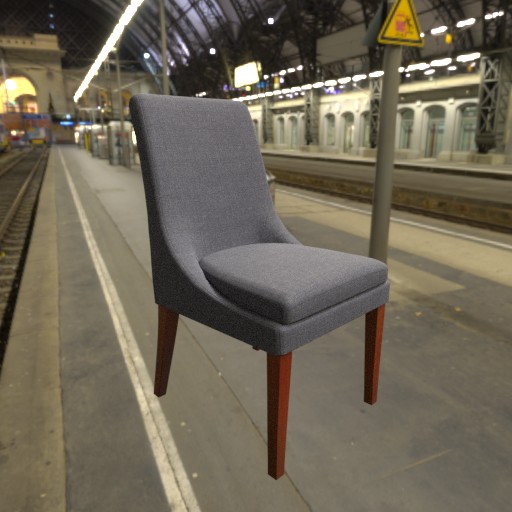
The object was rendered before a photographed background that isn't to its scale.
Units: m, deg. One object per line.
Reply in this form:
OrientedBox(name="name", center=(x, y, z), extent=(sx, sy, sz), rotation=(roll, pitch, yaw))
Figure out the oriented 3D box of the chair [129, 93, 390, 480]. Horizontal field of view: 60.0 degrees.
OrientedBox(name="chair", center=(0.000, 0.000, 1.360), extent=(0.655, 0.952, 0.508), rotation=(15, 21, 43))
